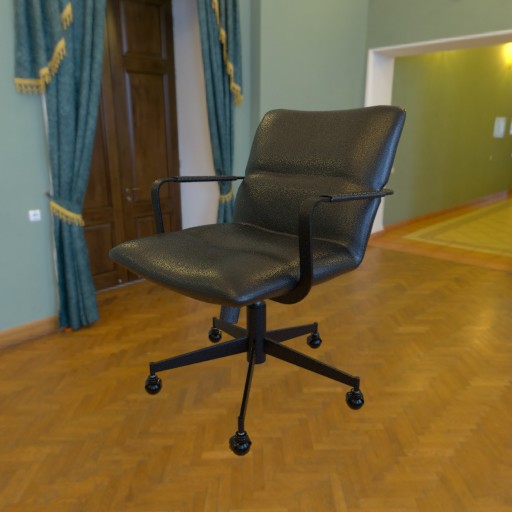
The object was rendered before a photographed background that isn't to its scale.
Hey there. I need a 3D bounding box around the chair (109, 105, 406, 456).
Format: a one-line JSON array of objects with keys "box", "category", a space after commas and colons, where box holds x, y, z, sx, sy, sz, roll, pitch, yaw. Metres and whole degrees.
[{"box": [0.000, 0.000, 1.415, 0.719, 0.922, 0.748, 15, 22, 41], "category": "chair"}]
